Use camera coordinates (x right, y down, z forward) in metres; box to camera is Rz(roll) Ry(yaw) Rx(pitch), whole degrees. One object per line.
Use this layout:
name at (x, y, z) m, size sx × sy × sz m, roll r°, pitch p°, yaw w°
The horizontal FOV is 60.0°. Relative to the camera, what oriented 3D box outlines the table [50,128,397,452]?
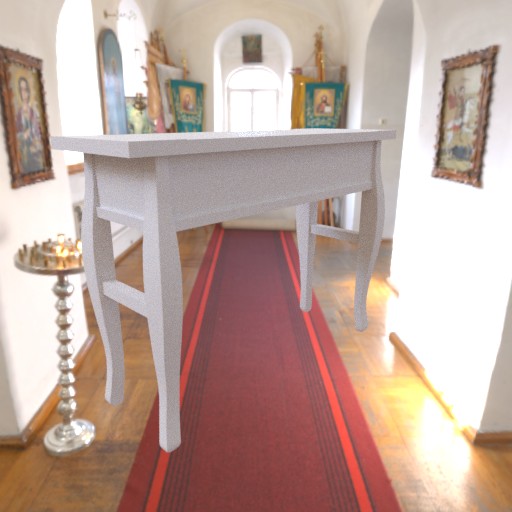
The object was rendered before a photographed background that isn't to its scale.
table at (0.000, 0.000, 1.431) m, size 0.373 × 0.768 × 1.062 m, roll 16°, pitch 24°, yaw 41°
